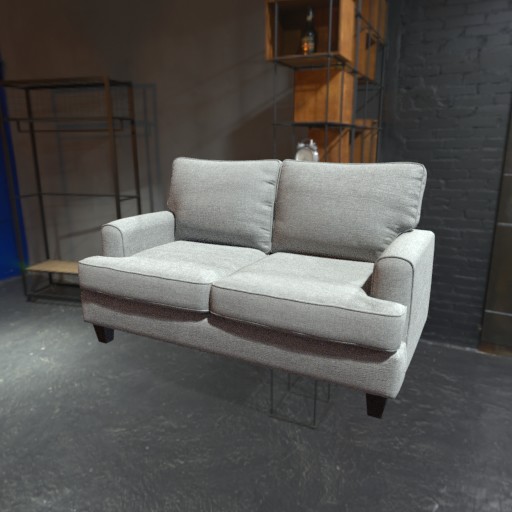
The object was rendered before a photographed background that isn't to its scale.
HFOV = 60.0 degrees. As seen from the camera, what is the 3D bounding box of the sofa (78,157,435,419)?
[{"bbox_3d":[0.000,0.000,2.301,1.651,0.965,0.965,7,16,26],"label":"sofa"}]
